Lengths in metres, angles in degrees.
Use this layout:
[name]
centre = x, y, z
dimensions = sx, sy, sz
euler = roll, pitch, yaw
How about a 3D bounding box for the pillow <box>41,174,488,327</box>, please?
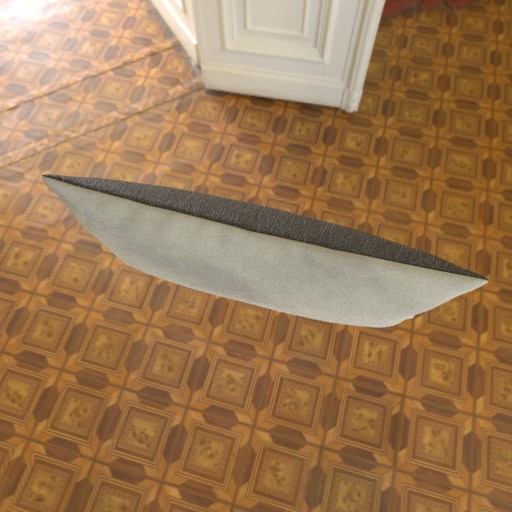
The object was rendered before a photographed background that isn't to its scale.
[pillow]
centre = 0.000, 0.000, 0.728
dimensions = 0.608, 0.305, 0.156
euler = 14, 65, 6
